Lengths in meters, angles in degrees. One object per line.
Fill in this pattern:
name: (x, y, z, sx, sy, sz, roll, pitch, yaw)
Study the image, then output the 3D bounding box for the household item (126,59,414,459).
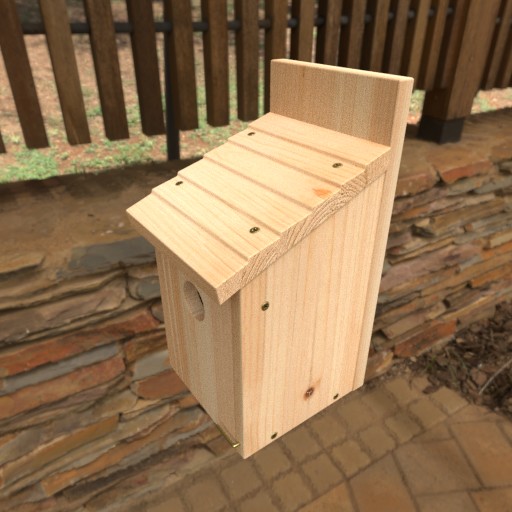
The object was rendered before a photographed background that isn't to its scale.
household item: (0.000, 0.000, 0.395, 0.171, 0.300, 0.149, -20, 35, -31)
